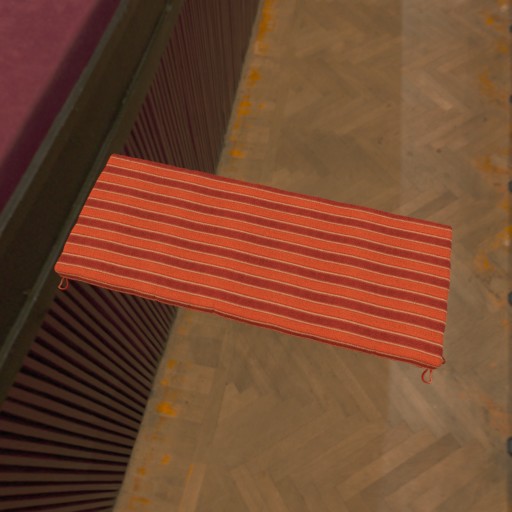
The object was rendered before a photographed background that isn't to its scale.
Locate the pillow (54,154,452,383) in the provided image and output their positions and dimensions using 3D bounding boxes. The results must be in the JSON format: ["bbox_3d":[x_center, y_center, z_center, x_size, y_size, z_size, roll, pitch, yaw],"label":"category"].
[{"bbox_3d":[0.000,0.000,1.364,1.187,0.081,0.492,13,64,6],"label":"pillow"}]
